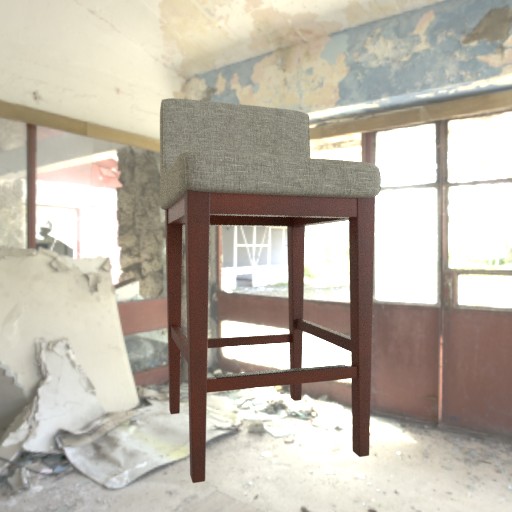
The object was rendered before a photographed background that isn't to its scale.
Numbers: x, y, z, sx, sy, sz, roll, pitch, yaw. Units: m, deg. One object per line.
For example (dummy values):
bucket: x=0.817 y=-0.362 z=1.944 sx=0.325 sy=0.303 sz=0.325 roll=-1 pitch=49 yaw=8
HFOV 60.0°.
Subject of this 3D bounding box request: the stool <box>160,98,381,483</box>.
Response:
stool: x=0.000 y=0.000 z=1.064 sx=0.417 sy=0.835 sz=0.459 roll=0 pitch=1 yaw=-17
